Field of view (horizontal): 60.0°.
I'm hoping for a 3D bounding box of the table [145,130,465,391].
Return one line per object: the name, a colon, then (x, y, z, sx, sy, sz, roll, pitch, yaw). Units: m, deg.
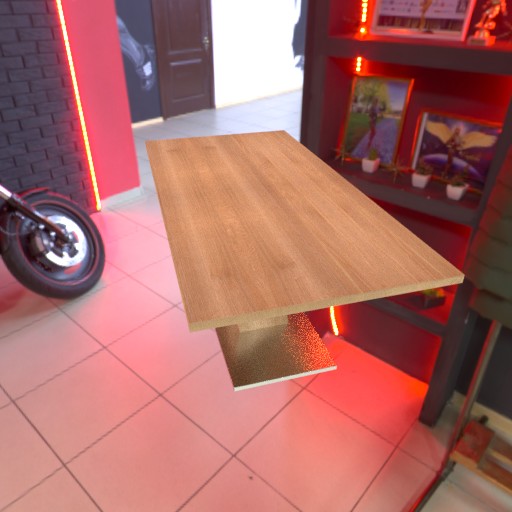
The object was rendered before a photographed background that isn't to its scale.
table: (0.000, 0.000, 2.271, 0.900, 0.750, 1.800, -8, 32, -14)
